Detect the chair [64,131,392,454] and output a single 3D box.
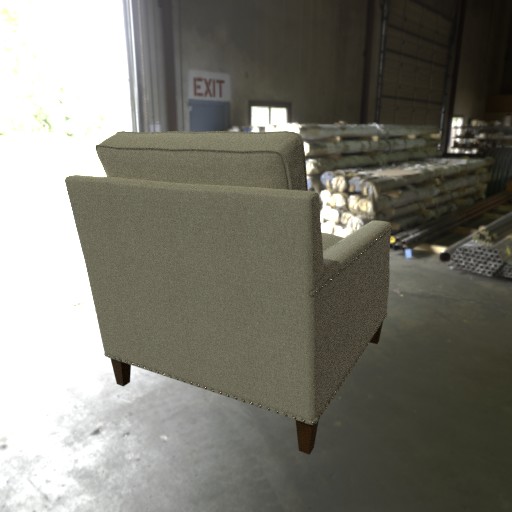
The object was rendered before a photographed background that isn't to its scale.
[{"bbox_3d":[0.000,0.000,1.723,0.853,0.943,1.014,9,18,28],"label":"chair"}]
